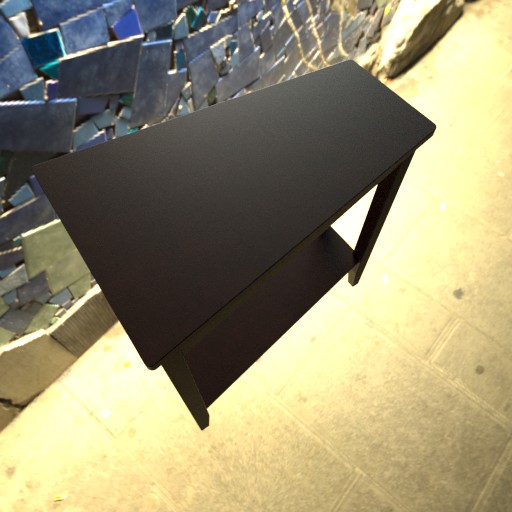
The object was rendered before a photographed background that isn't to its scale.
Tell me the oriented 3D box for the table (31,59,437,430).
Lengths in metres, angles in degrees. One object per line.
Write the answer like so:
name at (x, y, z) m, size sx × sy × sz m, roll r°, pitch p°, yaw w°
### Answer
table at (0.000, 0.000, 0.967) m, size 0.605 × 0.589 × 0.399 m, roll -31°, pitch 64°, yaw -17°
